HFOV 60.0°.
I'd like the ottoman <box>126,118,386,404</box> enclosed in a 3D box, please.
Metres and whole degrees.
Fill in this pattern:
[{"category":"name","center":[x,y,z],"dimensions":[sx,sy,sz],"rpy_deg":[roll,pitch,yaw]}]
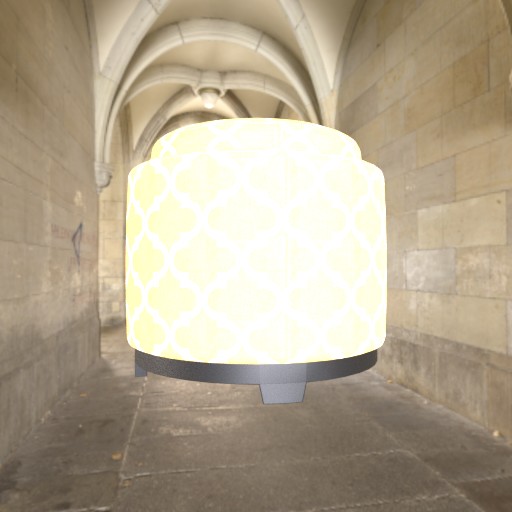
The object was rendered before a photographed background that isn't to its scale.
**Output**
[{"category":"ottoman","center":[0.000,0.000,0.851],"dimensions":[0.480,0.429,0.480],"rpy_deg":[0,-2,0]}]
